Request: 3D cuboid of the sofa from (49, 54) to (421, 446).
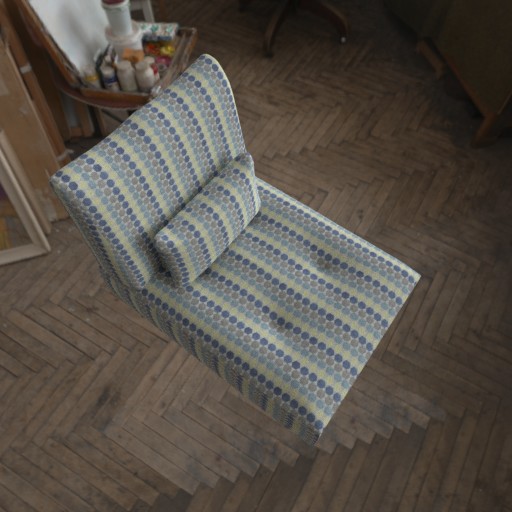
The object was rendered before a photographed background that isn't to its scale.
[{"bbox_3d":[0.000,0.000,1.537,1.000,0.820,0.700,33,66,17],"label":"sofa"}]
